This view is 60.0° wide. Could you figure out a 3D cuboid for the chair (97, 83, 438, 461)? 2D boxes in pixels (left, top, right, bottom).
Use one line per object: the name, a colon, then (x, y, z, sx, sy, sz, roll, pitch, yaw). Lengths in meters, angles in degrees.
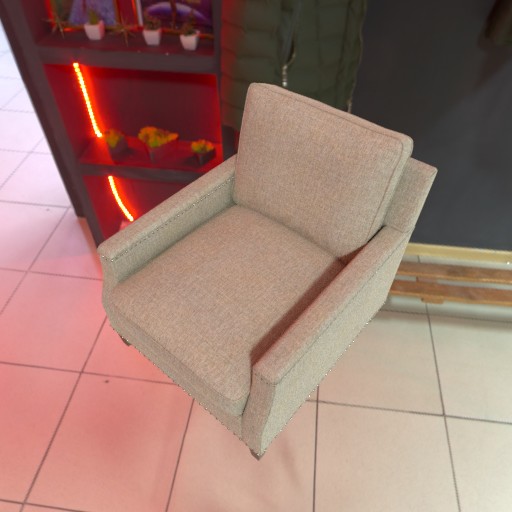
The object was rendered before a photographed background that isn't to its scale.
chair: (0.000, 0.000, 1.726, 0.853, 0.943, 1.014, 32, 54, 26)
